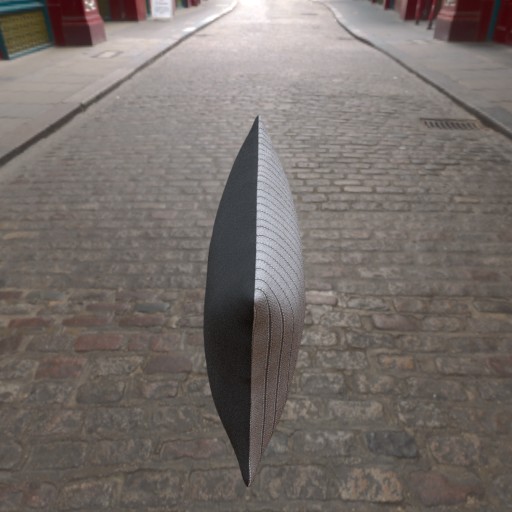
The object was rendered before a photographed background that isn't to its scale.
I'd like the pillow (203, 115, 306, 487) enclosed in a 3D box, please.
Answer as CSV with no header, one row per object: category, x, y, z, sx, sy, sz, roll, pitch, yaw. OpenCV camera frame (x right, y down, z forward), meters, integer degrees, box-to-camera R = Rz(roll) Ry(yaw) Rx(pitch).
pillow,0.000,0.000,0.727,0.151,0.305,0.609,0,32,1
